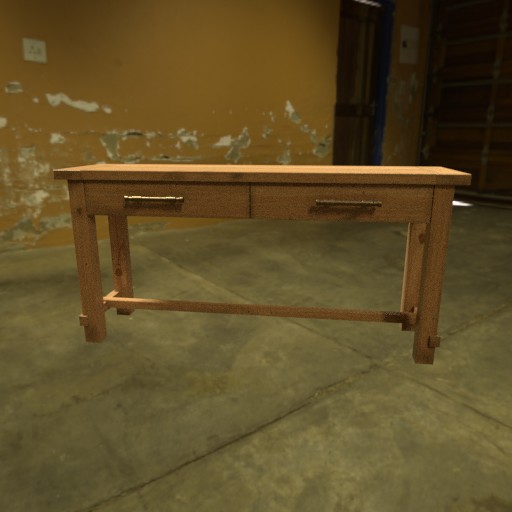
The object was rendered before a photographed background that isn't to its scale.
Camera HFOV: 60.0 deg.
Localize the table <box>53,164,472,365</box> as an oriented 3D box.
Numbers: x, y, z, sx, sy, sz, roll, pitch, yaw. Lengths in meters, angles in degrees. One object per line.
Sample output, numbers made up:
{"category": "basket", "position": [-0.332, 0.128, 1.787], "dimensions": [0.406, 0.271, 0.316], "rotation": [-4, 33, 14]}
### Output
{"category": "table", "position": [0.000, 0.000, 1.958], "dimensions": [1.599, 0.762, 0.442], "rotation": [2, 15, 8]}
